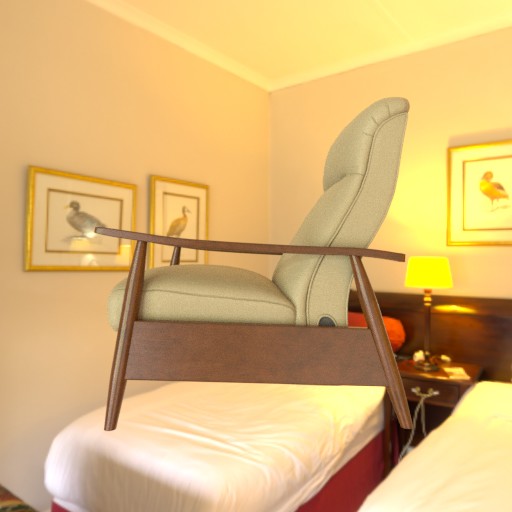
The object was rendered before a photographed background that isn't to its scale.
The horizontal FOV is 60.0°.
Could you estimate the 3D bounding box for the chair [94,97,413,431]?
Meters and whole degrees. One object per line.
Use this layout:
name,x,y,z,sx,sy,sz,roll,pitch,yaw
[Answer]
chair,0.000,0.000,1.745,1.014,1.082,0.762,0,0,-1
